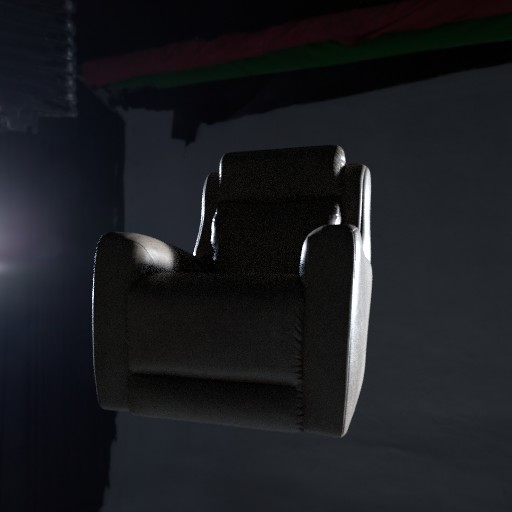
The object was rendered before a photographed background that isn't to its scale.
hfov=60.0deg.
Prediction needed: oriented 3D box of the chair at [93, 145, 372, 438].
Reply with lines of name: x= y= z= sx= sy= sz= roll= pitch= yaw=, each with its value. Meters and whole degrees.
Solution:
chair: x=0.000 y=0.000 z=1.920 sx=0.967 sy=1.116 sz=1.068 roll=0 pitch=-1 yaw=18
